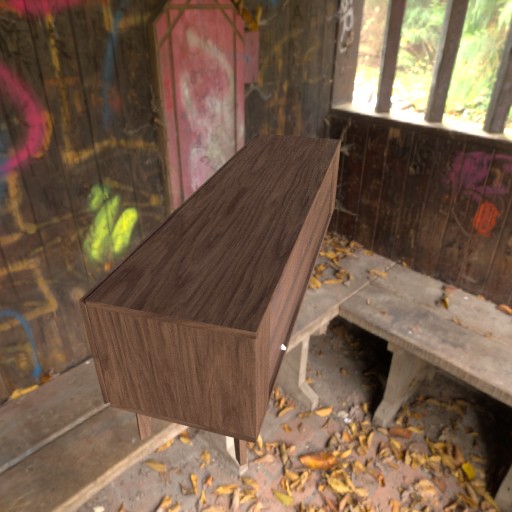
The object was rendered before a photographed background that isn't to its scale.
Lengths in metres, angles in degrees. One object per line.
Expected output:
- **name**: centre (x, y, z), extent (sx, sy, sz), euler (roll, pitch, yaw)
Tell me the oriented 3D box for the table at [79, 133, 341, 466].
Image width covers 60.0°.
- **table**: centre (0.000, 0.000, 1.625), extent (0.405, 0.508, 1.397), euler (8, 32, 14)
